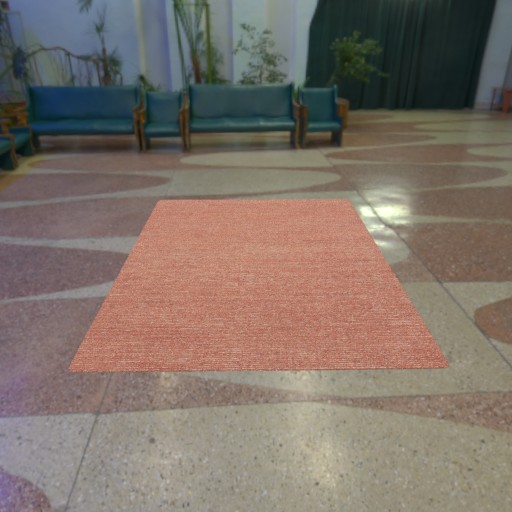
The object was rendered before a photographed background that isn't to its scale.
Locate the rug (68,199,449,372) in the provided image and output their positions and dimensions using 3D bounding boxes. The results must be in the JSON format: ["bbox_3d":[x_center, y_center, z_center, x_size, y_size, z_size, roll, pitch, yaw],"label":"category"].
[{"bbox_3d":[0.000,0.000,2.771,1.594,0.009,2.112,0,27,-1],"label":"rug"}]
